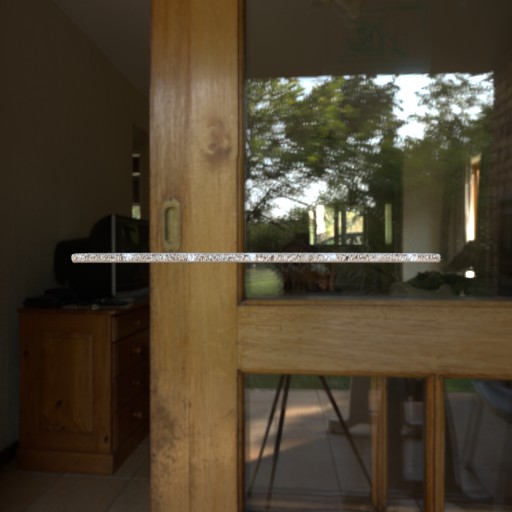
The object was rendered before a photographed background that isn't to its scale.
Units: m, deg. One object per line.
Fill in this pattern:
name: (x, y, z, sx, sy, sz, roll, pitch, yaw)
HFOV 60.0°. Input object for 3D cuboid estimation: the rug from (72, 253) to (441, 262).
rug: (0.000, 0.000, 2.339, 1.219, 0.030, 1.778, 0, 0, 0)
